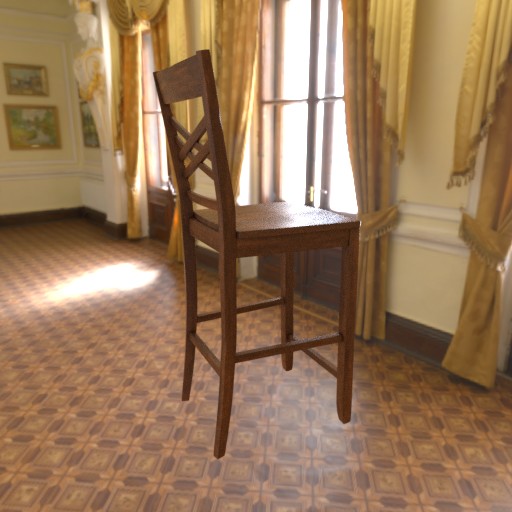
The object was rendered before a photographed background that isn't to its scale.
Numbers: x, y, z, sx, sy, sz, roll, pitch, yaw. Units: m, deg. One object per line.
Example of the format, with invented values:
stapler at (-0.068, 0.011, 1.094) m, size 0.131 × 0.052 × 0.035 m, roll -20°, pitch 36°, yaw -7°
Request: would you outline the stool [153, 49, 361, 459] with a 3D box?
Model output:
stool at (0.000, 0.000, 1.391) m, size 0.504 × 1.098 × 0.426 m, roll -8°, pitch 17°, yaw -25°
